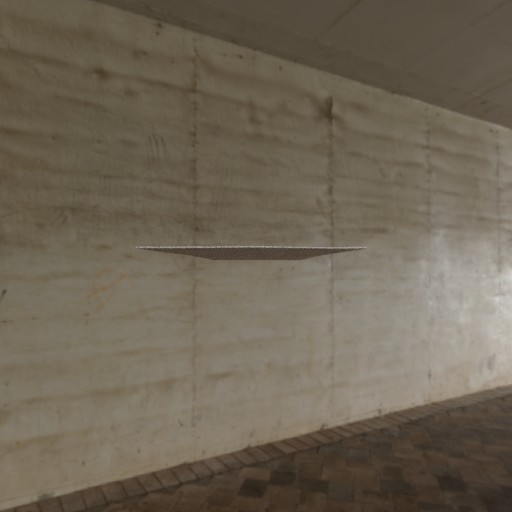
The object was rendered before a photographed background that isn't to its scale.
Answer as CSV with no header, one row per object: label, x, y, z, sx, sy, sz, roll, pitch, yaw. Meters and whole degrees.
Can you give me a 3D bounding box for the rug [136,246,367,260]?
rug,0.000,0.000,2.601,0.741,0.014,2.390,0,-1,1
